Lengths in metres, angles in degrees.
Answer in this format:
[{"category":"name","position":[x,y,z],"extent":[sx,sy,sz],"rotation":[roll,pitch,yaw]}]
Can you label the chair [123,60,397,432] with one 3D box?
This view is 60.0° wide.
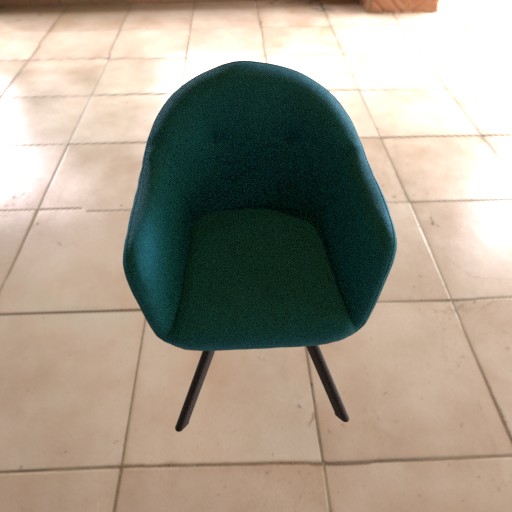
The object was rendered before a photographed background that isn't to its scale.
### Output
[{"category":"chair","position":[0.000,0.000,1.140],"extent":[0.545,0.775,0.565],"rotation":[-2,46,-2]}]
